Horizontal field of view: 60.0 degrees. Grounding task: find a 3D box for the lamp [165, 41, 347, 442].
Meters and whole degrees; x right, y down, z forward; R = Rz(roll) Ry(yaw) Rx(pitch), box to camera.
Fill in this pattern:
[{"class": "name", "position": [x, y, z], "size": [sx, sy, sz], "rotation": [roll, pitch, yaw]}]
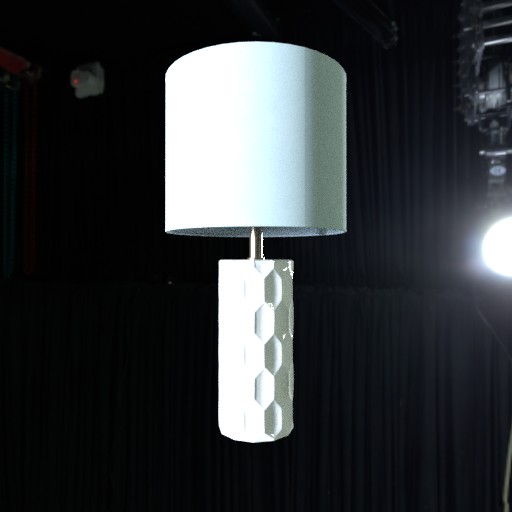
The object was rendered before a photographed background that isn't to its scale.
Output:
[{"class": "lamp", "position": [0.000, 0.000, 0.690], "size": [0.277, 0.534, 0.277], "rotation": [0, 0, 18]}]
